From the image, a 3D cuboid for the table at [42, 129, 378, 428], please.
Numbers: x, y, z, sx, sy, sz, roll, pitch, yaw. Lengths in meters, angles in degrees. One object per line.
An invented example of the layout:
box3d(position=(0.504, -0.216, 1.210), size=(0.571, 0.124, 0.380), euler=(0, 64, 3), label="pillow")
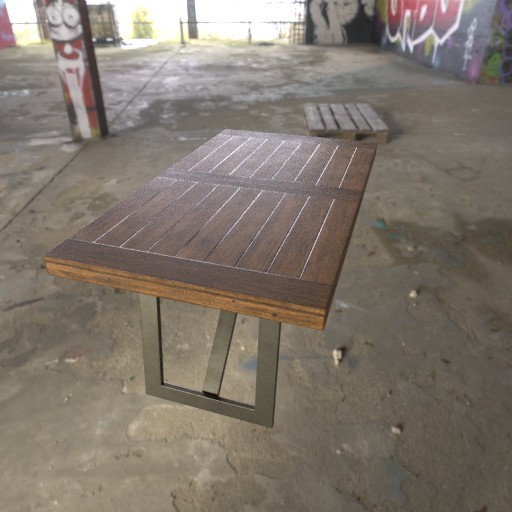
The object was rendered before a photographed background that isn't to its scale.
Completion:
box3d(position=(0.000, 0.000, 2.186), size=(0.931, 0.757, 1.641), euler=(9, 32, 15), label="table")
